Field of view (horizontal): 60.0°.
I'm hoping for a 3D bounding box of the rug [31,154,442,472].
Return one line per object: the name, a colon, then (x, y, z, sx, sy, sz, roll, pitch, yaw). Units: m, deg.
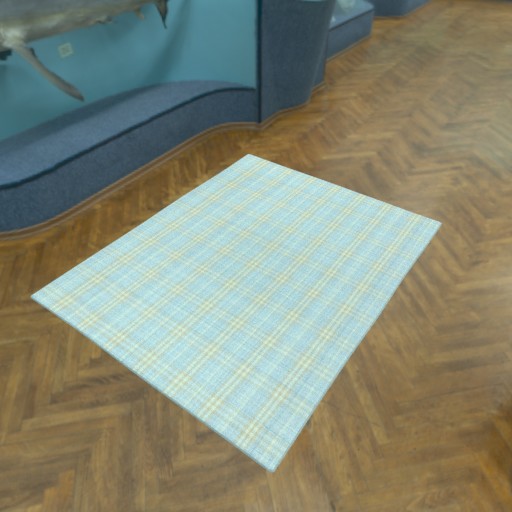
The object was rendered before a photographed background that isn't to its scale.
rug: (0.000, 0.000, 4.096, 2.462, 0.030, 3.066, 25, 47, 26)
